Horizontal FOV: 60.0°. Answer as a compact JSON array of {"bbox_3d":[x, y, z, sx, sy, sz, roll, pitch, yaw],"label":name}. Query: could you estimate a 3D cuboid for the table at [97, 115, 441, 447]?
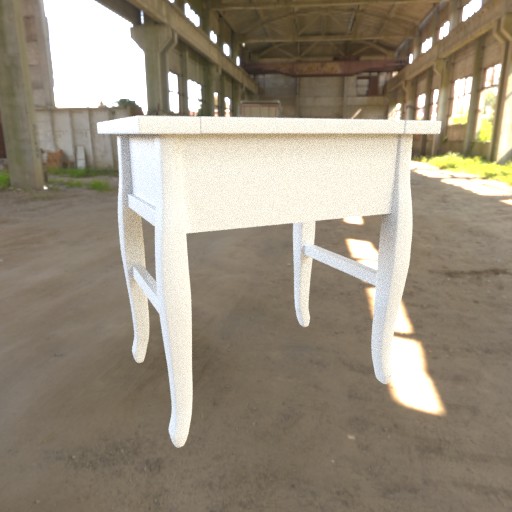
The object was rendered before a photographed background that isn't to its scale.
[{"bbox_3d":[0.000,0.000,1.037,0.599,0.605,0.463,-7,17,-25],"label":"table"}]
